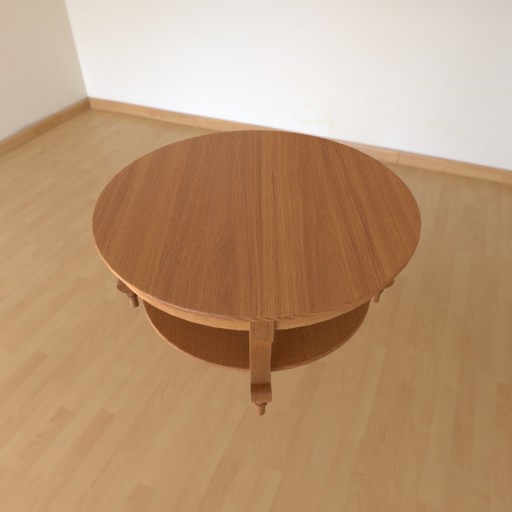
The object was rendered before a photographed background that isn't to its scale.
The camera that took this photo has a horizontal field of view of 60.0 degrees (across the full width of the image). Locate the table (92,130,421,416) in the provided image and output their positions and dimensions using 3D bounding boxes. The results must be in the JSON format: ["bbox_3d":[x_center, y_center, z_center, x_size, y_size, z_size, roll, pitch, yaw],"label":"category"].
[{"bbox_3d":[0.000,0.000,1.587,1.029,0.490,1.029,0,40,0],"label":"table"}]
